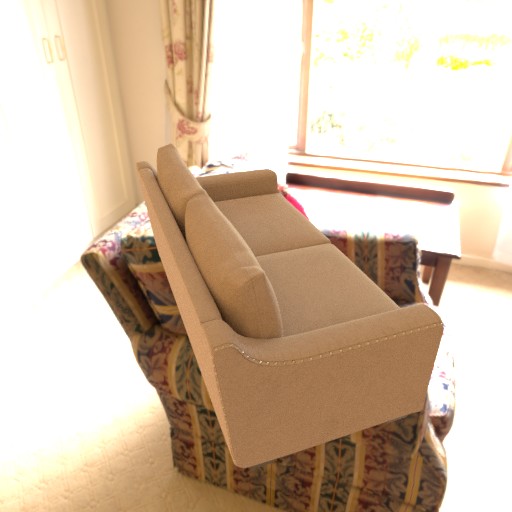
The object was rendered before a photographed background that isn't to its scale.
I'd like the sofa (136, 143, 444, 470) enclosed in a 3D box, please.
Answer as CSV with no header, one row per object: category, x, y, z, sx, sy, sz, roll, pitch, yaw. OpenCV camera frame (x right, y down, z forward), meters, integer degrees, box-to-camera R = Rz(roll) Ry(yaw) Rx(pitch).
sofa,0.000,0.000,2.532,1.030,0.901,1.967,-11,33,-17
